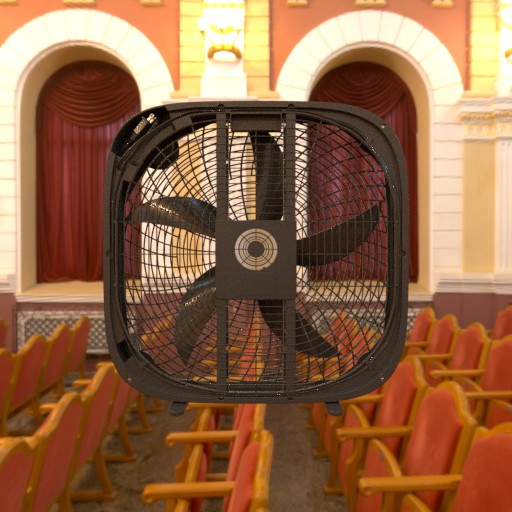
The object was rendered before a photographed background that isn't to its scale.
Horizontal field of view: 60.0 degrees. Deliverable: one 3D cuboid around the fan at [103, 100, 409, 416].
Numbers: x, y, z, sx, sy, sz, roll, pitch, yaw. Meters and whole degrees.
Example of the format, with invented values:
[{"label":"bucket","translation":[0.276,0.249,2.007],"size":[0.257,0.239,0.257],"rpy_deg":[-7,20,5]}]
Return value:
[{"label":"fan","translation":[0.000,0.000,0.802],"size":[0.526,0.533,0.142],"rpy_deg":[0,1,0]}]
